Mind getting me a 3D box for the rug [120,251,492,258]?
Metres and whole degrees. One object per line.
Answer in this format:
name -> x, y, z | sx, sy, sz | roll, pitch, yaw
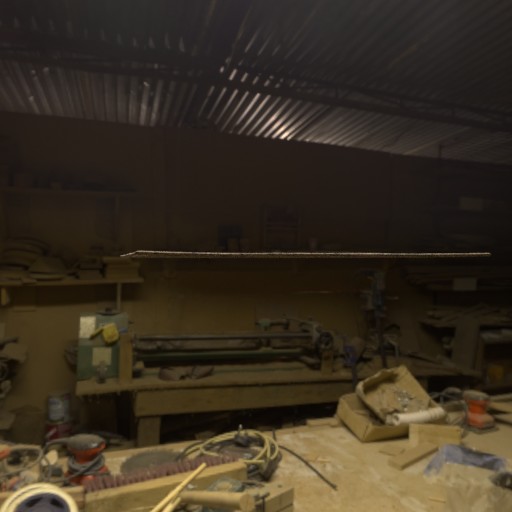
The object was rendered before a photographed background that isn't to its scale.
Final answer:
rug -> 0.000, 0.000, 4.244 | 2.414, 0.036, 3.199 | 0, 0, -18
